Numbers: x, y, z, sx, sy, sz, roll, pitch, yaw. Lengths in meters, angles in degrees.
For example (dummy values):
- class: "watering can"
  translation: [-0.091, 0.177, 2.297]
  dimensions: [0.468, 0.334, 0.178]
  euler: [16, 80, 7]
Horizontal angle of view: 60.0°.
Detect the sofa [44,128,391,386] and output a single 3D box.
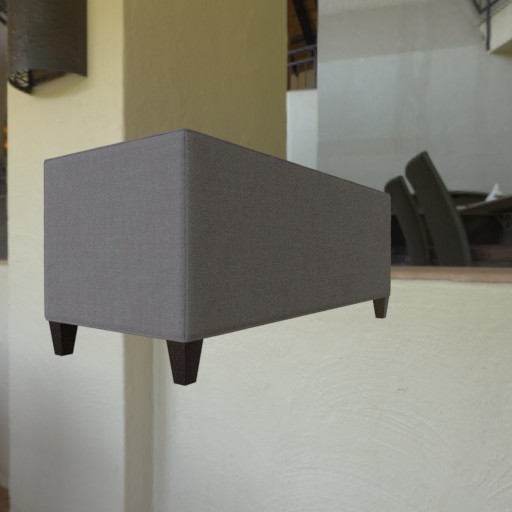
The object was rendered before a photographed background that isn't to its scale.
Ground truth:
- class: "sofa"
  translation: [0.000, 0.000, 2.222]
  dimensions: [0.775, 0.762, 1.778]
  euler: [0, 0, 36]
